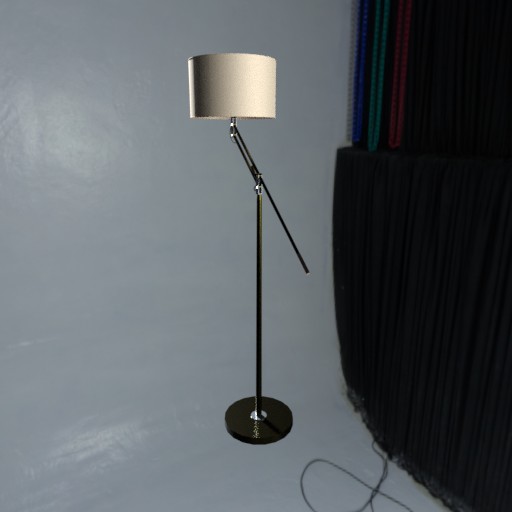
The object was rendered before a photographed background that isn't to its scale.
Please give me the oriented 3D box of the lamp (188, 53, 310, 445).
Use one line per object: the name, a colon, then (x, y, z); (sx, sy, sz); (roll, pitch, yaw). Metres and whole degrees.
lamp: (0.000, 0.000, 1.923); (0.373, 1.635, 0.809); (-8, 17, -26)
